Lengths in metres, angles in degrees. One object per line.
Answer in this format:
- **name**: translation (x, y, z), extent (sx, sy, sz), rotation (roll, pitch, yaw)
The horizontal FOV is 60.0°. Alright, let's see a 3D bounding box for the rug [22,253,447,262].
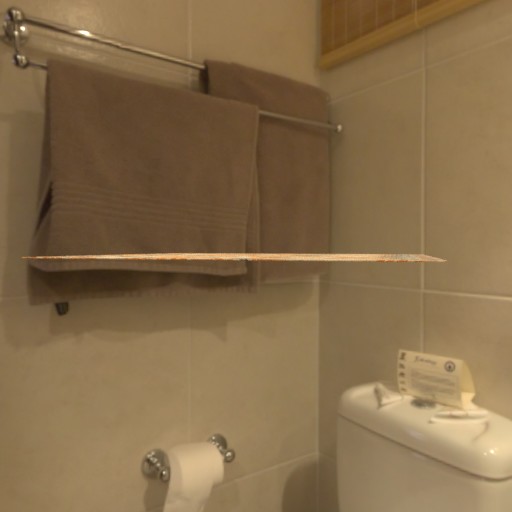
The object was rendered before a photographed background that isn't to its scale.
- **rug**: translation (0.000, 0.000, 4.120), extent (3.048, 0.010, 2.439), rotation (0, 1, 18)
